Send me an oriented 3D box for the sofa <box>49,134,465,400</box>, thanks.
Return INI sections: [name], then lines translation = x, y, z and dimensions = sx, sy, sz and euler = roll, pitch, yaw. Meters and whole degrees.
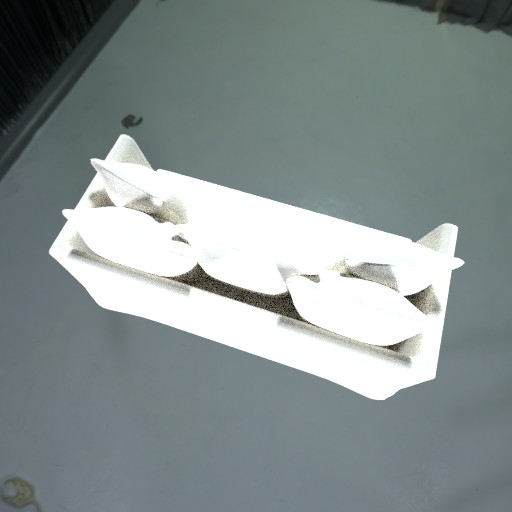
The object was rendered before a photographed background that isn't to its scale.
[sofa]
translation = 0.000, 0.000, 2.855
dimensions = 2.290, 1.034, 1.031
euler = 17, 64, 8
